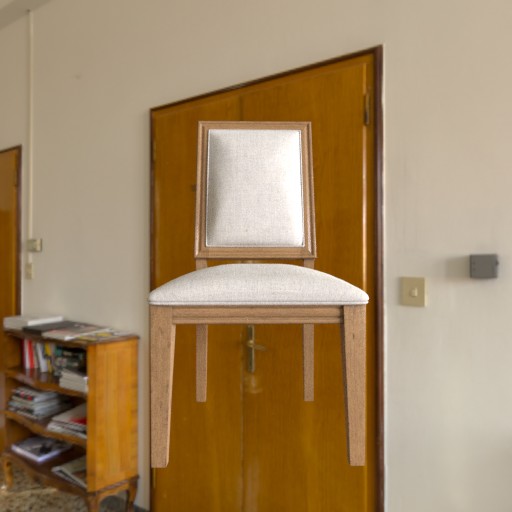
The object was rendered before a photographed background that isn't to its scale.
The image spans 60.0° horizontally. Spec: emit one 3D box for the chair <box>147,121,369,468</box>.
[{"bbox_3d":[0.000,0.000,1.338,0.536,0.988,0.601,0,0,-1],"label":"chair"}]
